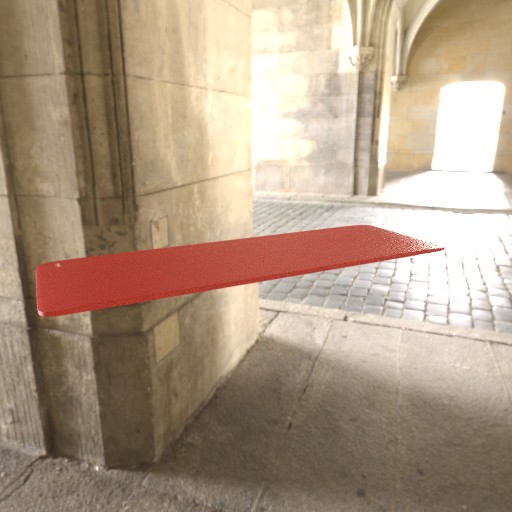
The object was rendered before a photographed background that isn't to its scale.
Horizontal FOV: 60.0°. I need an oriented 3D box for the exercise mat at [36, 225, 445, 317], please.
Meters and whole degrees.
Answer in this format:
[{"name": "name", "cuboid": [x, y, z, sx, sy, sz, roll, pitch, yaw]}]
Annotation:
[{"name": "exercise mat", "cuboid": [0.000, 0.000, 2.085, 1.869, 0.021, 0.616, -8, 18, -26]}]
